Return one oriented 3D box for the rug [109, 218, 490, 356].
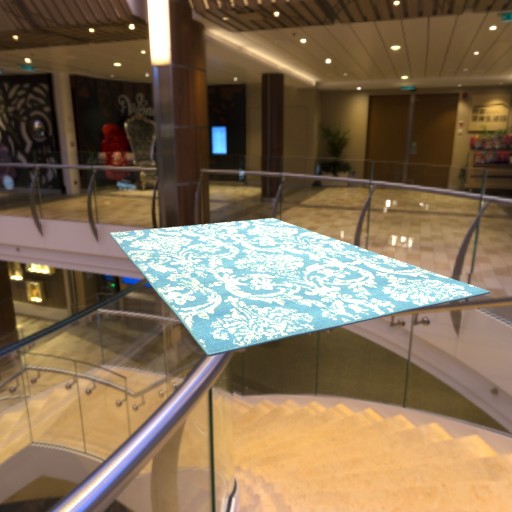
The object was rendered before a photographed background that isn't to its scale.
[{"bbox_3d":[0.000,0.000,2.325,1.211,0.012,1.833,-7,17,-25],"label":"rug"}]
